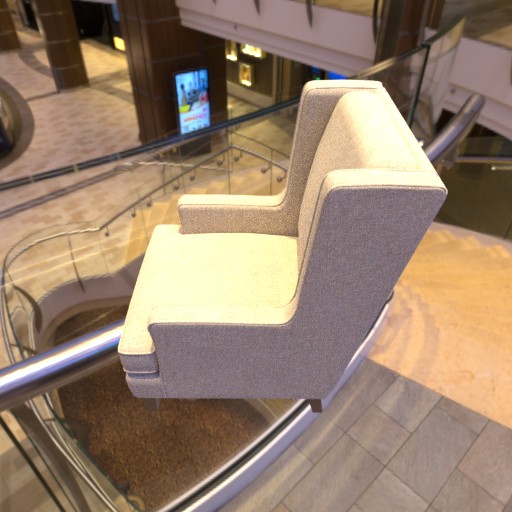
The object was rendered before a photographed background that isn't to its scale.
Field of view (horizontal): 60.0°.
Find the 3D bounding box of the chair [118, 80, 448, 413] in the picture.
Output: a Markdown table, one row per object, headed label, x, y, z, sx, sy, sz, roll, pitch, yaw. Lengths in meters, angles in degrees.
| label | x | y | z | sx | sy | sz | roll | pitch | yaw |
| --- | --- | --- | --- | --- | --- | --- | --- | --- | --- |
| chair | 0.000 | 0.000 | 1.699 | 0.948 | 1.082 | 0.764 | 0 | 40 | 0 |
